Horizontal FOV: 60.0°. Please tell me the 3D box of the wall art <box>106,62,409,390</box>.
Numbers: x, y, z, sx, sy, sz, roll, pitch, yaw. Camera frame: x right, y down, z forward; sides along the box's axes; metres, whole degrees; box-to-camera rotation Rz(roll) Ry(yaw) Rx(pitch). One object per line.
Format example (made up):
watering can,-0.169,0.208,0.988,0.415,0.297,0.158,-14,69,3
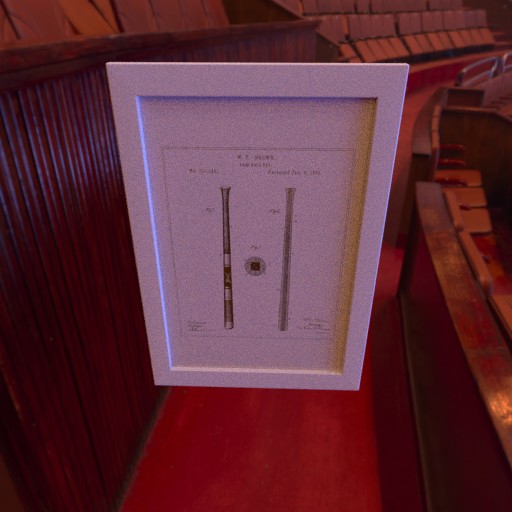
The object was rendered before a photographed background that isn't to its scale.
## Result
wall art,0.000,0.000,0.601,0.329,0.482,0.011,1,29,2
